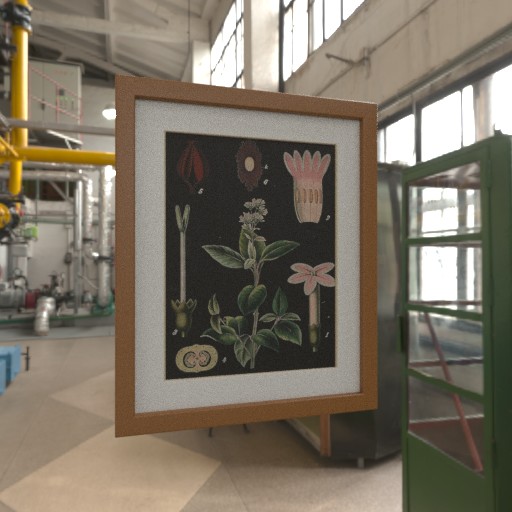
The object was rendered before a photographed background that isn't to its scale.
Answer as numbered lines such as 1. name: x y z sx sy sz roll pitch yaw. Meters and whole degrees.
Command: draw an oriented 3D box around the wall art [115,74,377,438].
1. wall art: 0.000 0.000 0.742 0.449 0.550 0.021 0 0 -16
